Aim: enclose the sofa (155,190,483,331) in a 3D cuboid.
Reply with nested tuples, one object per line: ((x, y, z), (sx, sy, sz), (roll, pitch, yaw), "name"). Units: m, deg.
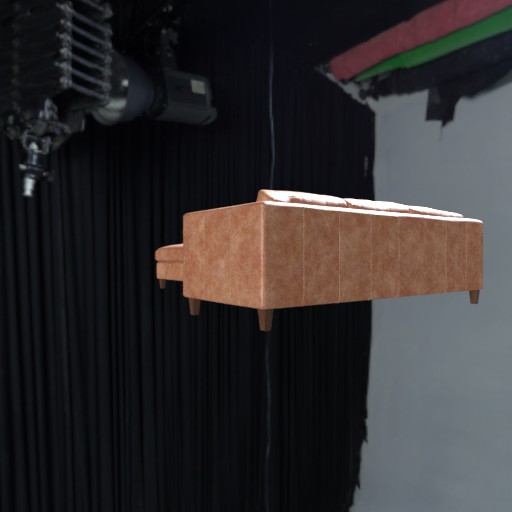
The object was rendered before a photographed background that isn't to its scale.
((0.000, 0.000, 4.502), (2.430, 0.832, 3.401), (0, 0, -36), "sofa")
